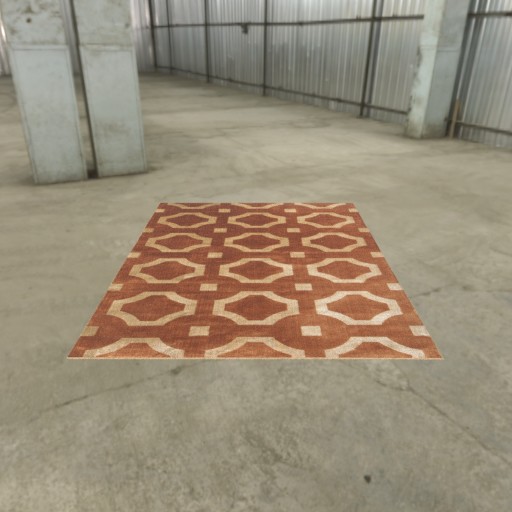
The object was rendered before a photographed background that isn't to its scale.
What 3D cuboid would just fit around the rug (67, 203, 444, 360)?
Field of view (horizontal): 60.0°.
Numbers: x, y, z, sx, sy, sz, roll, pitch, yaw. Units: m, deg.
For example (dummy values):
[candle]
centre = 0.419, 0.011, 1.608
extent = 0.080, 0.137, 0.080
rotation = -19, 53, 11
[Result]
[rug]
centre = 0.000, 0.000, 4.259
extent = 2.466, 0.021, 3.049
rotation = 0, 26, 0
